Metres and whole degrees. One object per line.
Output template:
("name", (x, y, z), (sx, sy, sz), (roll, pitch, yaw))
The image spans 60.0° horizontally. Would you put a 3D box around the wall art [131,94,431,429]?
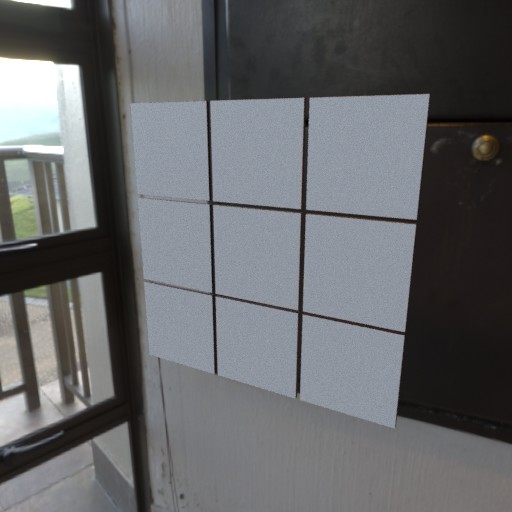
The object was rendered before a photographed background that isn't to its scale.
("wall art", (0.000, 0.000, 1.868), (1.256, 1.246, 0.017), (9, 18, 27))
